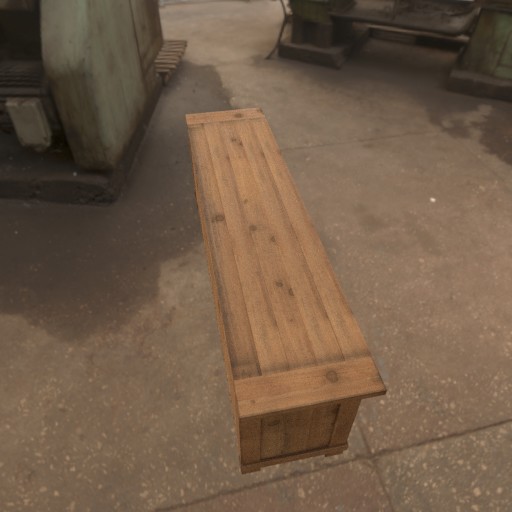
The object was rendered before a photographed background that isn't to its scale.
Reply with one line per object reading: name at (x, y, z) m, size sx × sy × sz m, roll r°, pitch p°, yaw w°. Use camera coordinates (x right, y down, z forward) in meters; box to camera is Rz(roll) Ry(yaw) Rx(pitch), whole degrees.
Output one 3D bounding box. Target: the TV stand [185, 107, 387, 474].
TV stand at (0.000, 0.000, 2.081) m, size 0.453 × 0.573 × 1.804 m, roll -8°, pitch 45°, yaw -8°
